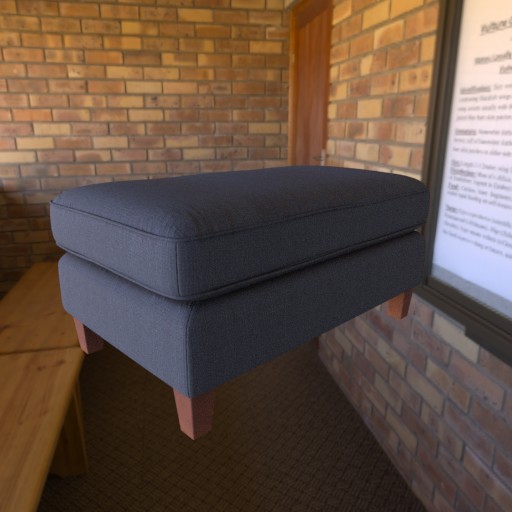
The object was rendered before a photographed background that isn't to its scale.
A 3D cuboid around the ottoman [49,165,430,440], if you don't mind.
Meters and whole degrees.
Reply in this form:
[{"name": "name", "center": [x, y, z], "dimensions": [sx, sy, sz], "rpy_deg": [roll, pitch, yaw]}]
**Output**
[{"name": "ottoman", "center": [0.000, 0.000, 1.190], "dimensions": [0.885, 0.438, 0.570], "rpy_deg": [-15, 22, -42]}]
